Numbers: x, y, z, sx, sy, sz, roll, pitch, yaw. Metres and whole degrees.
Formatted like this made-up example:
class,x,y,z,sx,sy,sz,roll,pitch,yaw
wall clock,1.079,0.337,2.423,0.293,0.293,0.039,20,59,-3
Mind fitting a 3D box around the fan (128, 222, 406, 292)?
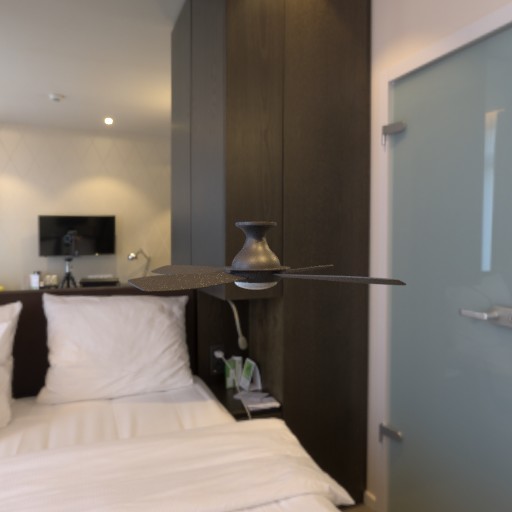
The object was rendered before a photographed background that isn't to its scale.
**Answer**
class,x,y,z,sx,sy,sz,roll,pitch,yaw
fan,0.000,0.000,2.540,1.694,0.382,1.694,1,2,37
